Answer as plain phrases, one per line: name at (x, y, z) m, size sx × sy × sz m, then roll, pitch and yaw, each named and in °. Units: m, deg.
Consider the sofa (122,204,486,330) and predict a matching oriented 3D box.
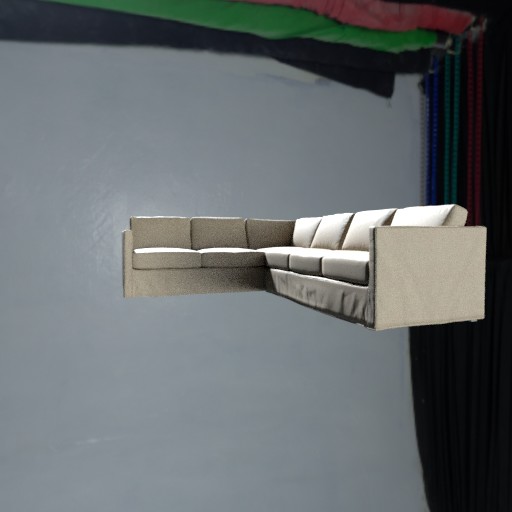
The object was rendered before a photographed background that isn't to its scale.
sofa at (0.000, 0.000, 4.282) m, size 2.432 × 0.871 × 3.182 m, roll -1°, pitch 2°, yaw -18°
